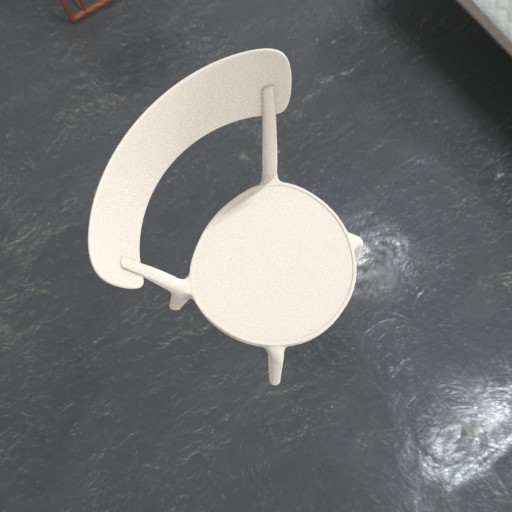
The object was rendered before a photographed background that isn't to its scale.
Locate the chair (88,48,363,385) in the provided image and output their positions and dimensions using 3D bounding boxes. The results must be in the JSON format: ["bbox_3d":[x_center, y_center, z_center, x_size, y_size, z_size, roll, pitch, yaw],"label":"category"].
[{"bbox_3d":[0.000,0.000,1.097,0.491,0.790,0.506,35,78,9],"label":"chair"}]
